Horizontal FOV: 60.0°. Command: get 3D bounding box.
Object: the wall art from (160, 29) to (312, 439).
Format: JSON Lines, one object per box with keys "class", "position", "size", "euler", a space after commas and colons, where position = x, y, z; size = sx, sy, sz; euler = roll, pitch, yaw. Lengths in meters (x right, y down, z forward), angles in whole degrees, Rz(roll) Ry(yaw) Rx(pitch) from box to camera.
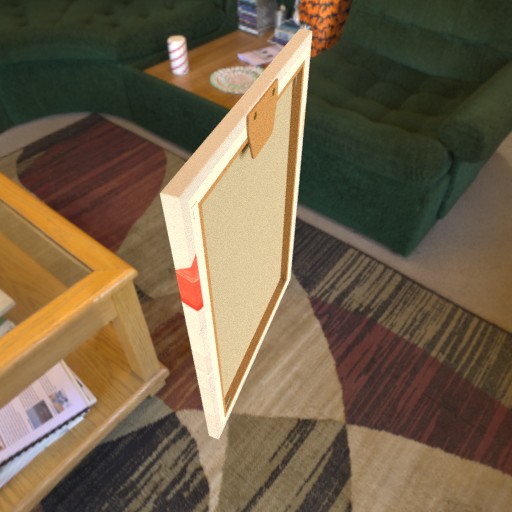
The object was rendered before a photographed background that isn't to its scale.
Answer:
{"class": "wall art", "position": [0.000, 0.000, 1.091], "size": [0.036, 0.848, 0.613], "euler": [16, 49, 14]}
